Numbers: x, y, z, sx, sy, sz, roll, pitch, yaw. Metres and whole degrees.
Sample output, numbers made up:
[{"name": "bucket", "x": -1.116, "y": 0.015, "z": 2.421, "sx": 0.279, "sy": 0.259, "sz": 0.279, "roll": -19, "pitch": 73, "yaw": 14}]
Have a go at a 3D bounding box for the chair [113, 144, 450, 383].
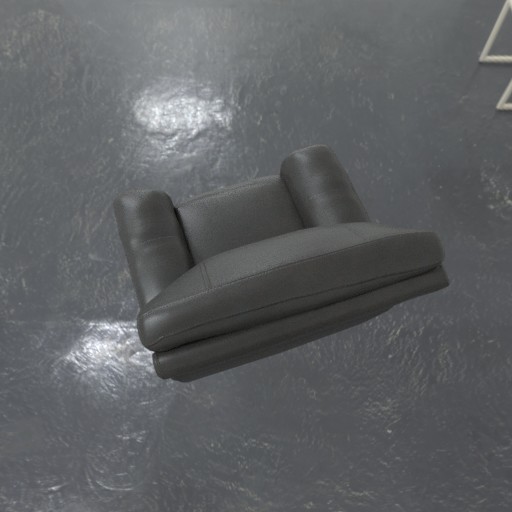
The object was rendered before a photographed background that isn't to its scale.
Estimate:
[{"name": "chair", "x": 0.000, "y": 0.000, "z": 1.988, "sx": 1.096, "sy": 1.109, "sz": 1.087, "roll": -16, "pitch": 60, "yaw": -10}]
